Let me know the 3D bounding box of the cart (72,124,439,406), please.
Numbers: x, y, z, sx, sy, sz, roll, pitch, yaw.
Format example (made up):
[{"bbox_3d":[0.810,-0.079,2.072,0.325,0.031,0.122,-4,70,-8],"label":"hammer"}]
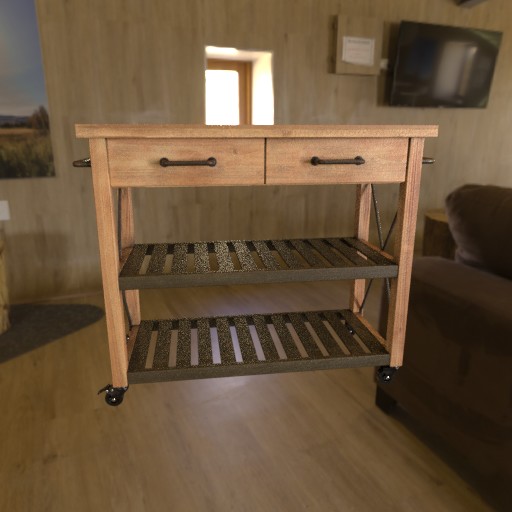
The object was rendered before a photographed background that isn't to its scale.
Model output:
[{"bbox_3d":[0.000,0.000,0.982,0.686,0.554,0.298,-2,16,-8],"label":"cart"}]
